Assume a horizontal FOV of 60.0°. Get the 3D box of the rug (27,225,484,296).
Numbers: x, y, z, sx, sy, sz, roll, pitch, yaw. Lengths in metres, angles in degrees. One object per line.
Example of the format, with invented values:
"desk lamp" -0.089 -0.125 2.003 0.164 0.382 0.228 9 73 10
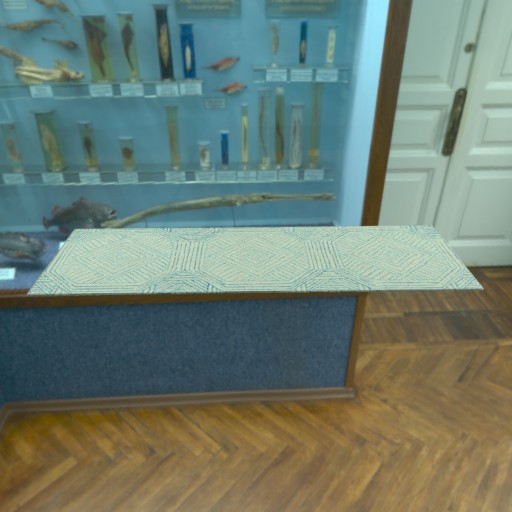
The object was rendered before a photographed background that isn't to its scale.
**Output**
"rug" 0.000 0.000 2.708 2.452 0.012 0.775 -1 30 -1
